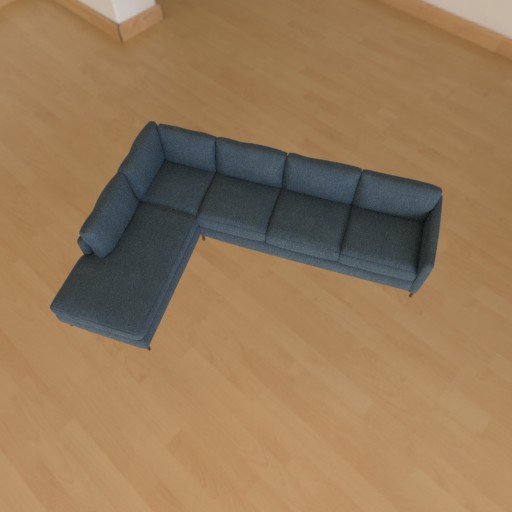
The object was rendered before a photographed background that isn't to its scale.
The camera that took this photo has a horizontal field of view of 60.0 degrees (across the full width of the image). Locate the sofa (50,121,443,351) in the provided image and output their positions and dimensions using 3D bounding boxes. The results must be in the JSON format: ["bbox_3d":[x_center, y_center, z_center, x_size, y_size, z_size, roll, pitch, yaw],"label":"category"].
[{"bbox_3d":[0.000,0.000,3.869,2.949,0.815,2.007,15,60,9],"label":"sofa"}]
